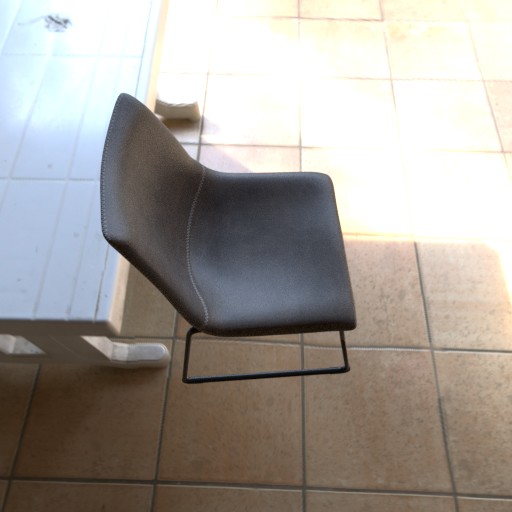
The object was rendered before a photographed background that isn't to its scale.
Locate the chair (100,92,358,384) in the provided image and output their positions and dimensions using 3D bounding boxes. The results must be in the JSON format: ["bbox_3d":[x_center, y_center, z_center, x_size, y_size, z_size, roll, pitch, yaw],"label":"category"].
[{"bbox_3d":[0.000,0.000,1.129,0.550,0.780,0.460,-3,63,-2],"label":"chair"}]
